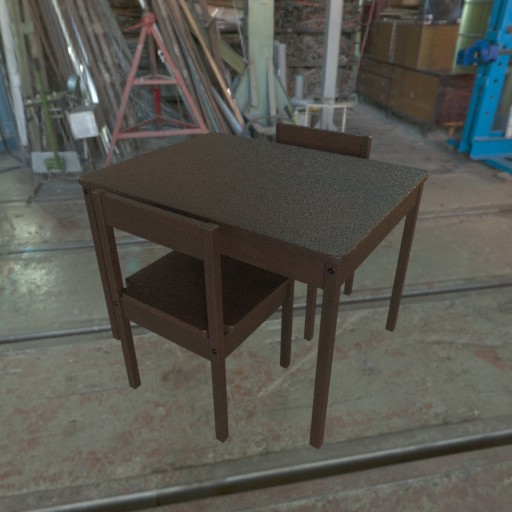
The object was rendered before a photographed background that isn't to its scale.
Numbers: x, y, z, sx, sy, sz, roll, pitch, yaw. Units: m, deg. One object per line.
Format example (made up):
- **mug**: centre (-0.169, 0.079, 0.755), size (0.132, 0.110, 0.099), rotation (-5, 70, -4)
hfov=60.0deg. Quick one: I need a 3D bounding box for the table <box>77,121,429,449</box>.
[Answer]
- **table**: centre (0.000, 0.000, 1.116), size (0.650, 0.503, 0.672), rotation (19, 35, 29)
